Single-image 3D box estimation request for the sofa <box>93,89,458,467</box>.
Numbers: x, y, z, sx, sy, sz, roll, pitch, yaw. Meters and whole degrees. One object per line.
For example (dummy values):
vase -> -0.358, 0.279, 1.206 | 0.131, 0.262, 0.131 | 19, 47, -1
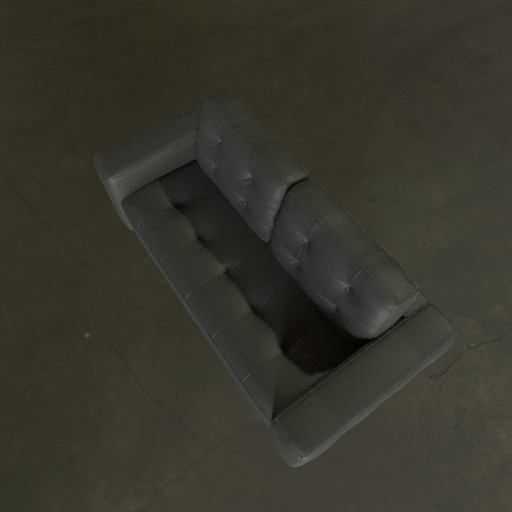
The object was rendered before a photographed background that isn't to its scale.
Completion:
sofa -> 0.000, 0.000, 2.150 | 0.833, 0.893, 1.726 | -32, 67, -16
